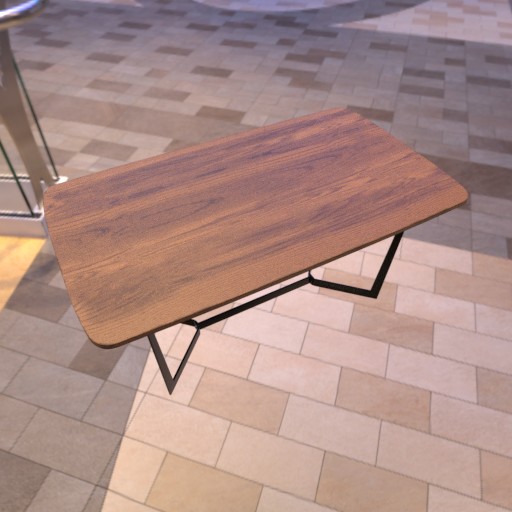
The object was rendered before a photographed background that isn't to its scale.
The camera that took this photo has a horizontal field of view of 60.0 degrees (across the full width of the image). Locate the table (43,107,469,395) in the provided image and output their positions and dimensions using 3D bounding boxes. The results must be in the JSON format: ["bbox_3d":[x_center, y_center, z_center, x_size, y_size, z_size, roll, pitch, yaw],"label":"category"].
[{"bbox_3d":[0.000,0.000,2.152,1.643,0.765,0.949,-21,49,-20],"label":"table"}]
